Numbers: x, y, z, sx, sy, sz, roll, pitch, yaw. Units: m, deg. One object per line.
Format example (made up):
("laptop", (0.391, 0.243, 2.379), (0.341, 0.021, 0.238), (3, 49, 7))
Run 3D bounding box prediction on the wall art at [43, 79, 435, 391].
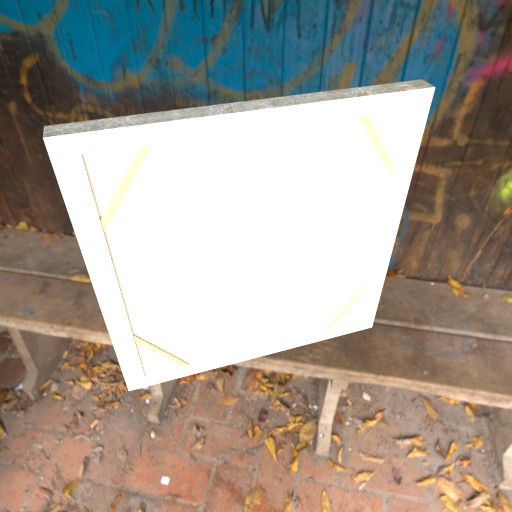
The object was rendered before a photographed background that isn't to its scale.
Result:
("wall art", (0.000, 0.000, 0.876), (0.610, 0.610, 0.038), (-12, 42, -13))
